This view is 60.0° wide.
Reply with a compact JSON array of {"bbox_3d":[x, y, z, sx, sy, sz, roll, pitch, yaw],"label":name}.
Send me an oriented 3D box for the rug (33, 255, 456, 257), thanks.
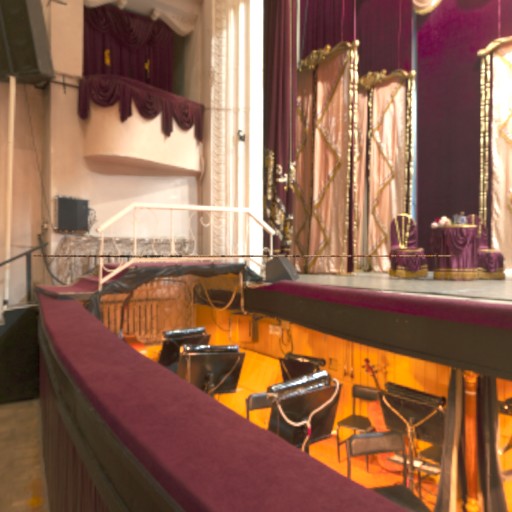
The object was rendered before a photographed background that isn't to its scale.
[{"bbox_3d":[0.000,0.000,3.122,2.584,0.010,1.523,0,0,-37],"label":"rug"}]
